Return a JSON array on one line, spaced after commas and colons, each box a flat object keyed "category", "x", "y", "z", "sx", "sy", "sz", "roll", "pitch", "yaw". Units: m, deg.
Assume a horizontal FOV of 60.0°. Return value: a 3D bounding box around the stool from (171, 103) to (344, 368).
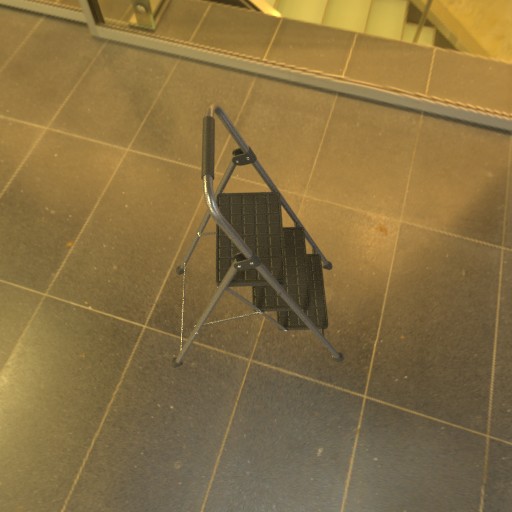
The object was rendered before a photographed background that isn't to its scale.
[{"category": "stool", "x": 0.000, "y": 0.000, "z": 1.480, "sx": 0.733, "sy": 1.121, "sz": 0.473, "roll": -2, "pitch": 64, "yaw": -1}]
